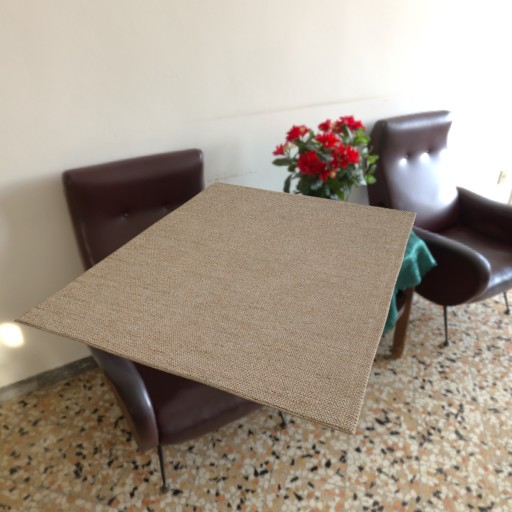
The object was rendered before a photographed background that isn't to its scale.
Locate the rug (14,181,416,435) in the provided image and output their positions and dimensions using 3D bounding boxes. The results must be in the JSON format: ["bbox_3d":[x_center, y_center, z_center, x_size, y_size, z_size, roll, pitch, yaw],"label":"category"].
[{"bbox_3d":[0.000,0.000,3.914,2.406,0.012,3.034,12,32,20],"label":"rug"}]
